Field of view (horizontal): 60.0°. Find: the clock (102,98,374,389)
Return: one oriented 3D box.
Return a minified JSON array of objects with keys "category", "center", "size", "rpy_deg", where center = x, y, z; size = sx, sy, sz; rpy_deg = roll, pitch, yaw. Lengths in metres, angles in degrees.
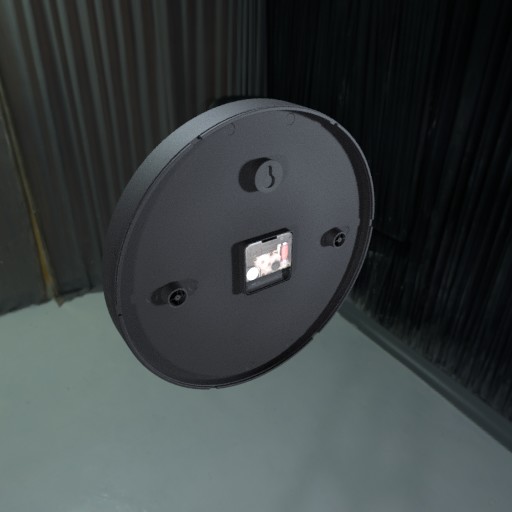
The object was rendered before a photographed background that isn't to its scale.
[{"category":"clock","center":[0.000,0.000,0.439],"size":[0.293,0.293,0.040],"rpy_deg":[-19,35,-29]}]
